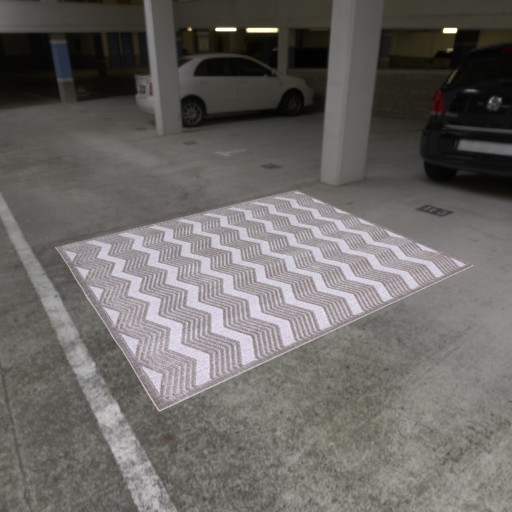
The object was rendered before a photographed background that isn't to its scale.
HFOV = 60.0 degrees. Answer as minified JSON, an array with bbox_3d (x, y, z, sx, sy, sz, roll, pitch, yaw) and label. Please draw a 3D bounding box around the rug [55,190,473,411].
[{"bbox_3d":[0.000,0.000,3.951,2.880,0.005,2.391,-17,32,-30],"label":"rug"}]
